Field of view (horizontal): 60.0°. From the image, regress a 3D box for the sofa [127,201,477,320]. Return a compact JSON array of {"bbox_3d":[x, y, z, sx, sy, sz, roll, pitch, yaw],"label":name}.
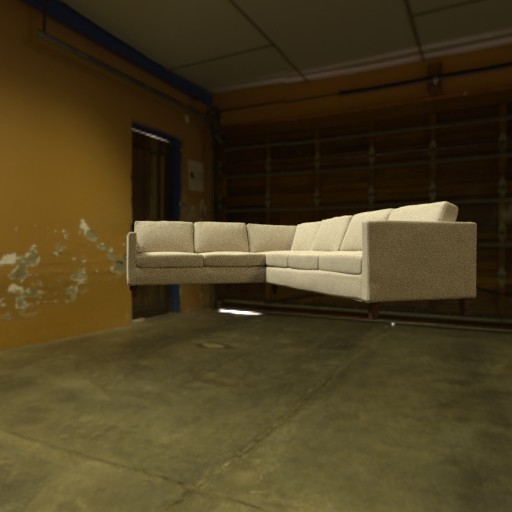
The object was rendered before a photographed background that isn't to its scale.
[{"bbox_3d":[0.000,0.000,4.405,2.432,0.863,3.182,0,0,-17],"label":"sofa"}]
